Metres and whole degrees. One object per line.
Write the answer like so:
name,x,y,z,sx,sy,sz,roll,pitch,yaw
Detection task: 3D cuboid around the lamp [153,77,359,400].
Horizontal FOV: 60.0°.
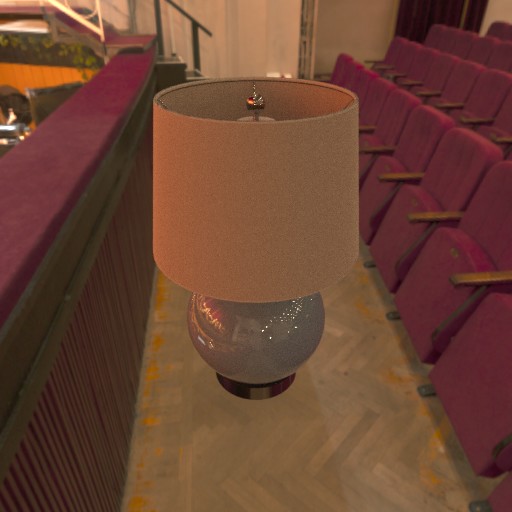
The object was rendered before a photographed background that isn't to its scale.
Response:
lamp,0.000,0.000,0.553,0.247,0.387,0.247,0,32,0
